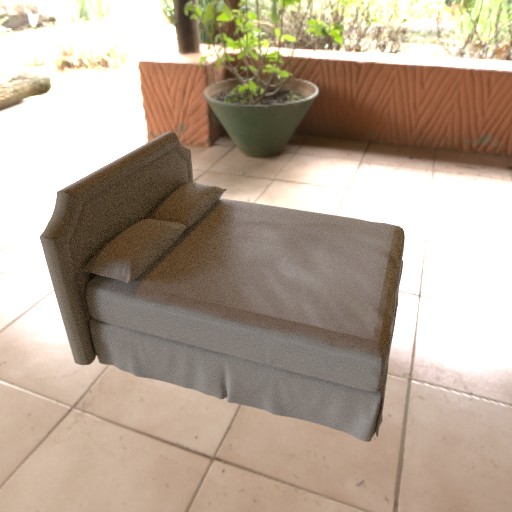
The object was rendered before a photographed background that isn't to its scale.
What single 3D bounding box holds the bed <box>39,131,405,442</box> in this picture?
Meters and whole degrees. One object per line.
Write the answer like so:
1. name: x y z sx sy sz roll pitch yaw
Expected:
1. bed: 0.000 0.000 3.306 2.164 1.297 1.828 11 33 17
